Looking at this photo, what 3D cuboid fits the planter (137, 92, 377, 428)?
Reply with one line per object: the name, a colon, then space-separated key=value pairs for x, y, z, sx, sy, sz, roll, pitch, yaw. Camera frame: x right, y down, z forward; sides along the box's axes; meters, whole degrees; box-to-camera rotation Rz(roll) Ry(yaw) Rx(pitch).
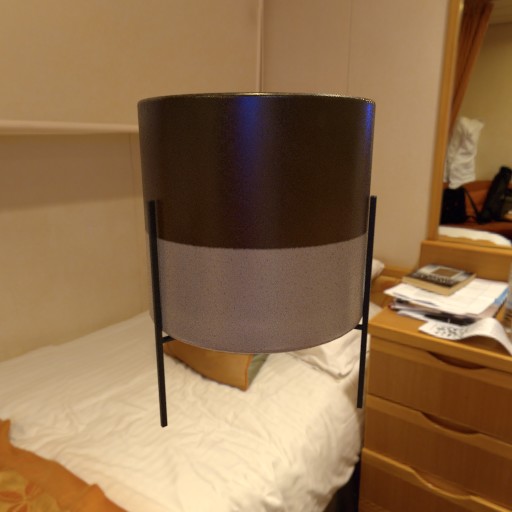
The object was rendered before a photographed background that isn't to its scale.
planter: x=0.000 y=0.000 z=0.716 sx=0.345 sy=0.465 sz=0.354 roll=-2 pitch=15 yaw=-9
